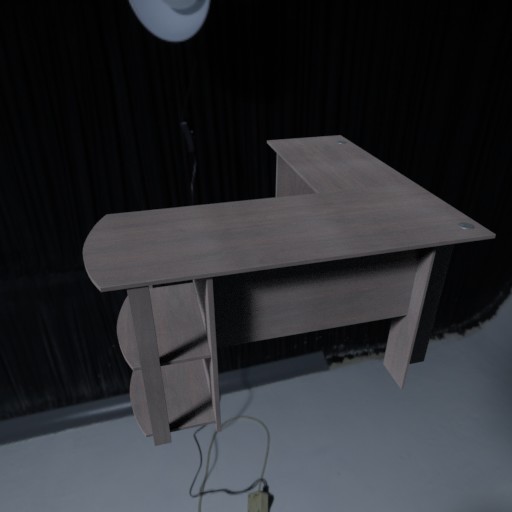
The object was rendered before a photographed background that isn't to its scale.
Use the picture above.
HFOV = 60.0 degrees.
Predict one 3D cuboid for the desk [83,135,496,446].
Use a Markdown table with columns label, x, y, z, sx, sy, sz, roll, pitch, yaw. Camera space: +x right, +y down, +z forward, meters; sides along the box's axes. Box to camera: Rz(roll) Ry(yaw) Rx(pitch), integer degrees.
| label | x | y | z | sx | sy | sz | roll | pitch | yaw |
| --- | --- | --- | --- | --- | --- | --- | --- | --- | --- |
| desk | 0.000 | 0.000 | 2.095 | 1.361 | 0.716 | 1.303 | -7 | 31 | -12 |
